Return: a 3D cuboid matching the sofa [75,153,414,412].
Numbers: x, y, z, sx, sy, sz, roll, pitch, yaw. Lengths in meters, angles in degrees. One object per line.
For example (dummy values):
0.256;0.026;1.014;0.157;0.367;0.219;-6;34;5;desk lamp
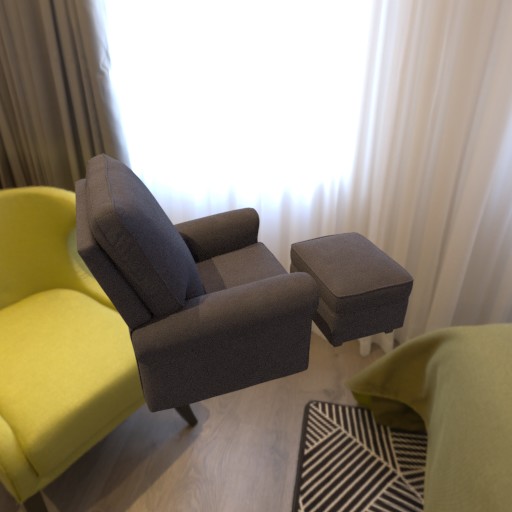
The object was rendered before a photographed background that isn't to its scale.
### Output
0.000;0.000;2.102;1.478;0.959;0.880;-10;32;-17;sofa
